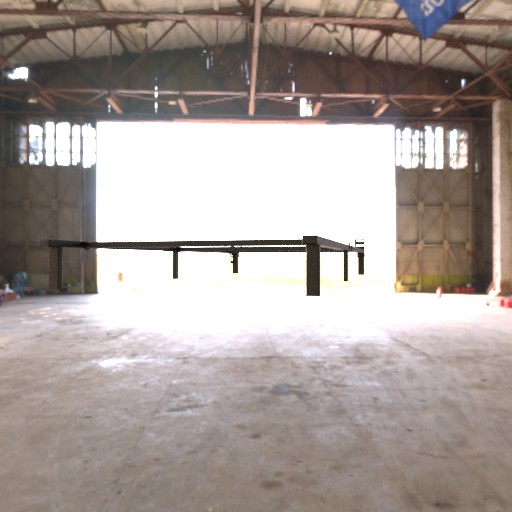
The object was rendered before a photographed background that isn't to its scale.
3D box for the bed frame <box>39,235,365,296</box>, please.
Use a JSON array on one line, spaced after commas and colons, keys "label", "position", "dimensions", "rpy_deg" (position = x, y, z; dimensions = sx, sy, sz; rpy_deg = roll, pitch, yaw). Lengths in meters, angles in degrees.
[{"label": "bed frame", "position": [0.000, 0.000, 2.274], "dimensions": [0.968, 0.248, 1.897], "rpy_deg": [0, 0, 18]}]
